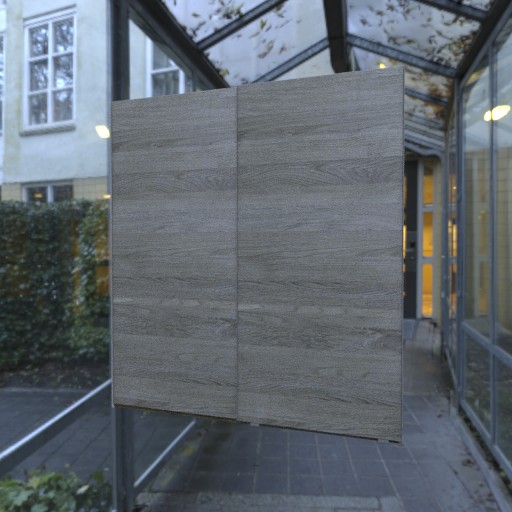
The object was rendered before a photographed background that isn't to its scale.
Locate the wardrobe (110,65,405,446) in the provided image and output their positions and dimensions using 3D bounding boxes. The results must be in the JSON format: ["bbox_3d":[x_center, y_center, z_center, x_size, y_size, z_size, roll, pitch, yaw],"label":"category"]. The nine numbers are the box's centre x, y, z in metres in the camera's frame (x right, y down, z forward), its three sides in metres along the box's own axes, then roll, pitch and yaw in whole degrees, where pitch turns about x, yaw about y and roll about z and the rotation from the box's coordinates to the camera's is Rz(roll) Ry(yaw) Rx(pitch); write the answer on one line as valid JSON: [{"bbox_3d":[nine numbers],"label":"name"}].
[{"bbox_3d":[0.000,0.000,2.827,1.780,1.960,0.629,0,1,18],"label":"wardrobe"}]
